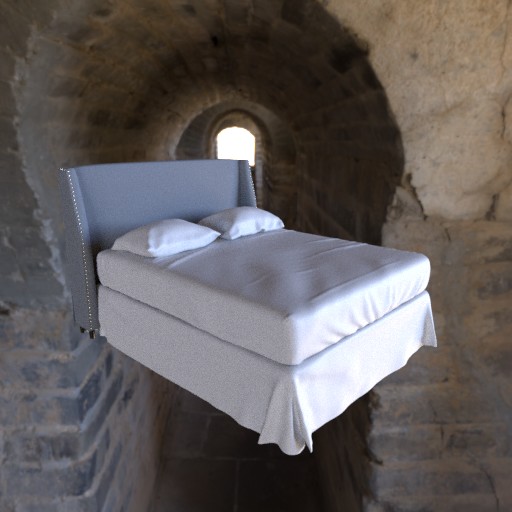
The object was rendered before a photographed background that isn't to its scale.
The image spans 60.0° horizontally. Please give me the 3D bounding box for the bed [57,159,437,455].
[{"bbox_3d":[0.000,0.000,3.342,2.276,1.332,1.925,14,20,42],"label":"bed"}]
